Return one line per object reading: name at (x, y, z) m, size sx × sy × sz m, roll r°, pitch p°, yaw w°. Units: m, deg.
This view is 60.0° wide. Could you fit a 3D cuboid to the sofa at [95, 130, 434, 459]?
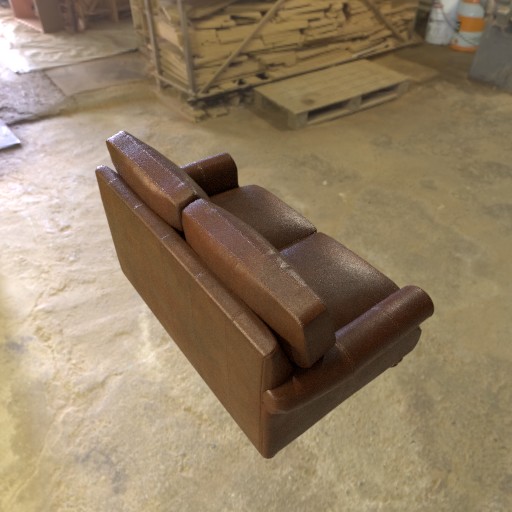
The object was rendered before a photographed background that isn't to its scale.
sofa at (0.000, 0.000, 2.235) m, size 0.990 × 0.976 × 1.616 m, roll -26°, pitch 48°, yaw -27°
